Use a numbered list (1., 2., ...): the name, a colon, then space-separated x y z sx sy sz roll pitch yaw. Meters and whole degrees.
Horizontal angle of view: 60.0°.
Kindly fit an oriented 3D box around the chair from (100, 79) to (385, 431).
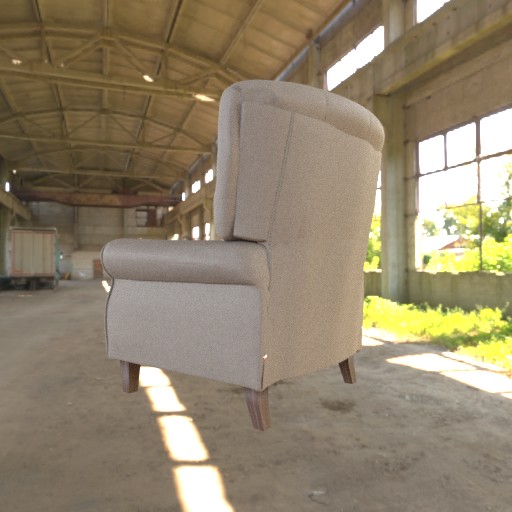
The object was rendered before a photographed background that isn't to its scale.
1. chair: 0.000 0.000 1.896 1.041 1.138 0.999 0 -1 37
